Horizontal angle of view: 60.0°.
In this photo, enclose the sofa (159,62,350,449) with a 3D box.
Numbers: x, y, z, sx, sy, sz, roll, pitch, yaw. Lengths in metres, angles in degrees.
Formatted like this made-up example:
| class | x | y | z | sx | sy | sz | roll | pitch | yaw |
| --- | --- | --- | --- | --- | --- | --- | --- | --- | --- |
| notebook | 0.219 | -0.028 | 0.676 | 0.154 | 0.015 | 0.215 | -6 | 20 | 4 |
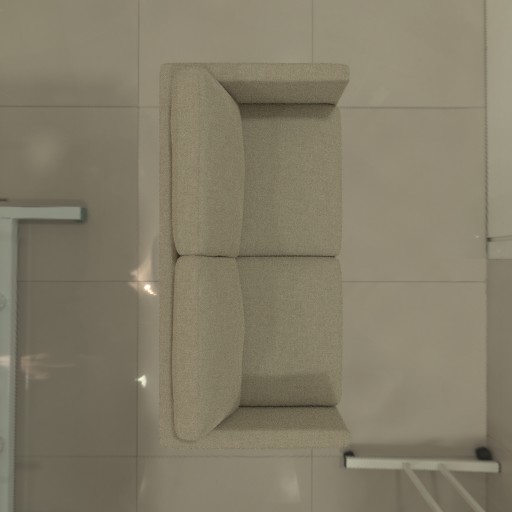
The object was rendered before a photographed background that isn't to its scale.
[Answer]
| class | x | y | z | sx | sy | sz | roll | pitch | yaw |
| --- | --- | --- | --- | --- | --- | --- | --- | --- | --- |
| sofa | 0.000 | 0.000 | 2.413 | 0.951 | 0.947 | 1.884 | 0 | 90 | 0 |
